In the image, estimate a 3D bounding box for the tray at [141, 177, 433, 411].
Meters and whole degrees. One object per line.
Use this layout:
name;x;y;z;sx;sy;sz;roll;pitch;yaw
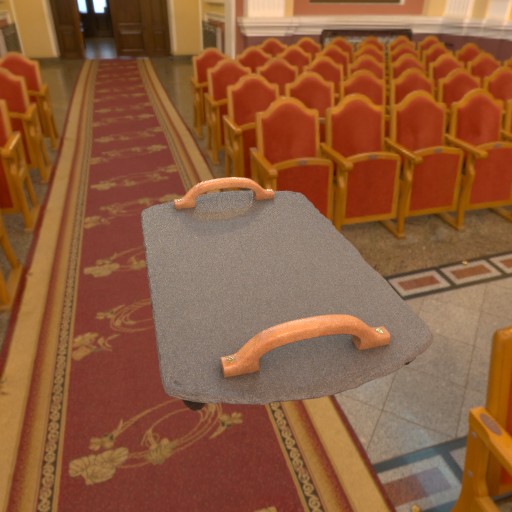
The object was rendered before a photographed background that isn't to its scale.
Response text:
tray;0.000;0.000;0.476;0.231;0.062;0.387;-8;32;-13
